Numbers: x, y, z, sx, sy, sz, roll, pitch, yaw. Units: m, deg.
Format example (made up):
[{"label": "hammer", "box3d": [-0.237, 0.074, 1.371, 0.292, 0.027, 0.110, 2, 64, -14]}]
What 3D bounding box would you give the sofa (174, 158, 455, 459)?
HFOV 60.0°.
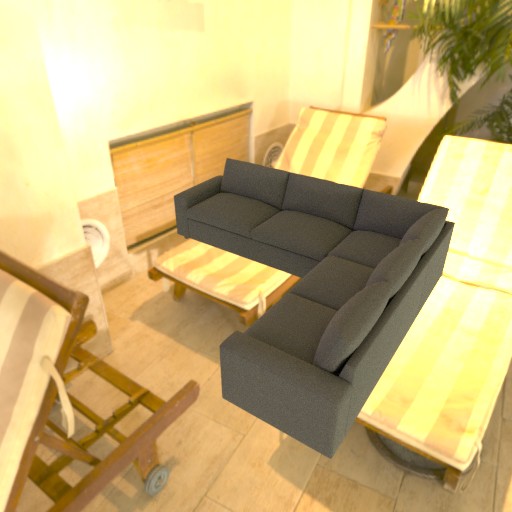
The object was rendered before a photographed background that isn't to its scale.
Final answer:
[{"label": "sofa", "box3d": [0.000, 0.000, 4.726, 3.277, 0.965, 2.895, 19, 35, 29]}]
